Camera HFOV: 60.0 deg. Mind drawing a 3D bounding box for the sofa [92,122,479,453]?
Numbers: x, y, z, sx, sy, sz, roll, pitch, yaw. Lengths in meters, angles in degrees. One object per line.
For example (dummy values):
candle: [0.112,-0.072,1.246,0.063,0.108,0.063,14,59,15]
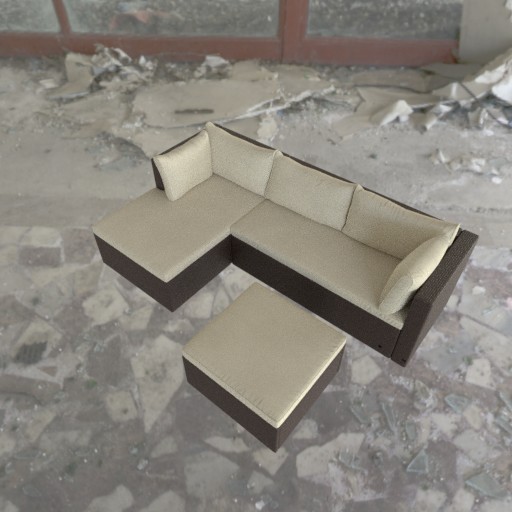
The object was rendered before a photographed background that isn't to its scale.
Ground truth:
sofa: [0.000,0.000,2.902,2.192,0.766,1.612,30,52,27]
